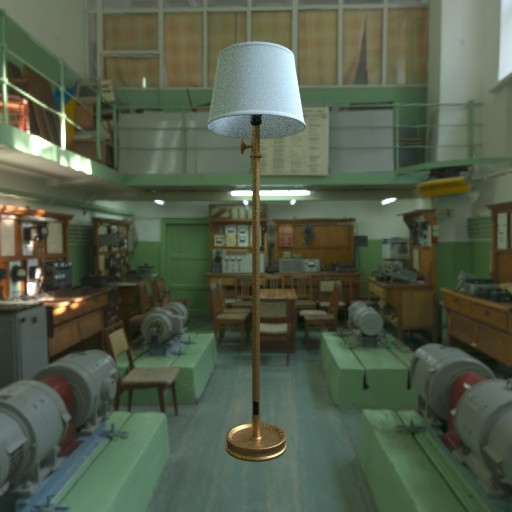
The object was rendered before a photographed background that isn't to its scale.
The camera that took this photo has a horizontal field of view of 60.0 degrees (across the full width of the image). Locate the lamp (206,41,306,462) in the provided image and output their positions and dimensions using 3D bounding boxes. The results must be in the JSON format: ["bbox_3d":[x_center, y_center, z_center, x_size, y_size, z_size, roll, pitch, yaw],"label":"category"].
[{"bbox_3d":[0.000,0.000,0.810,0.178,0.710,0.178,0,2,0],"label":"lamp"}]
